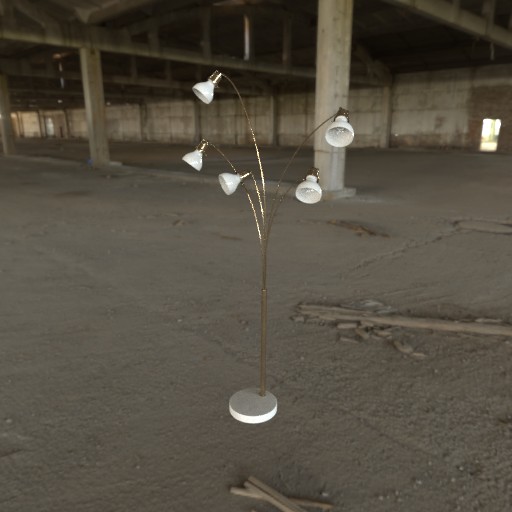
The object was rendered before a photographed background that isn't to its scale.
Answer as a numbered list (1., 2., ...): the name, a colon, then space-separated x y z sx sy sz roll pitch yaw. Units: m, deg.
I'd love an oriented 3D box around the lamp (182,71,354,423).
1. lamp: 0.000 0.000 3.008 1.405 2.423 0.361 15 22 42
